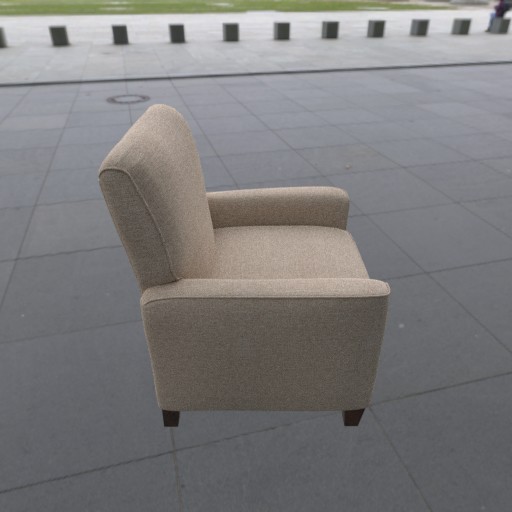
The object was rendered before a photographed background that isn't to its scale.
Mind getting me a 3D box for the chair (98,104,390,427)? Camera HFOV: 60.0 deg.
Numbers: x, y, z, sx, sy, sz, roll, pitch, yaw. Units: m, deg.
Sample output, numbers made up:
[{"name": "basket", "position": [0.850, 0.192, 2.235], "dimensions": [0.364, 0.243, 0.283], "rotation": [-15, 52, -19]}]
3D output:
[{"name": "chair", "position": [0.000, 0.000, 1.690], "dimensions": [0.858, 1.028, 0.841], "rotation": [0, 31, 0]}]
